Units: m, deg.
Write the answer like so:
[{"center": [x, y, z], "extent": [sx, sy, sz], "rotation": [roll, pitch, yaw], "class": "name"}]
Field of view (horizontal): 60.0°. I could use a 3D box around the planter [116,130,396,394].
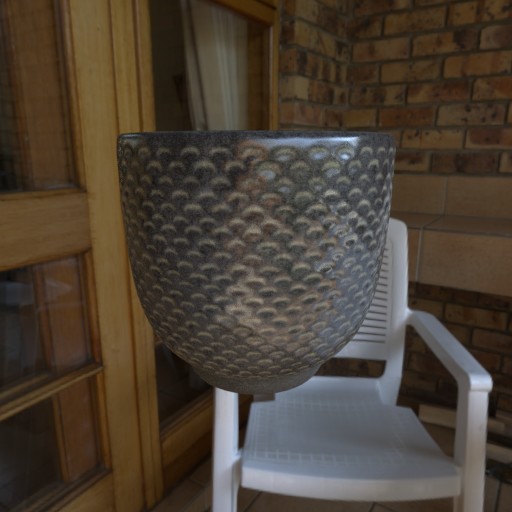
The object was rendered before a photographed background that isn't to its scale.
[{"center": [0.000, 0.000, 0.302], "extent": [0.172, 0.160, 0.172], "rotation": [0, 14, 0], "class": "planter"}]
